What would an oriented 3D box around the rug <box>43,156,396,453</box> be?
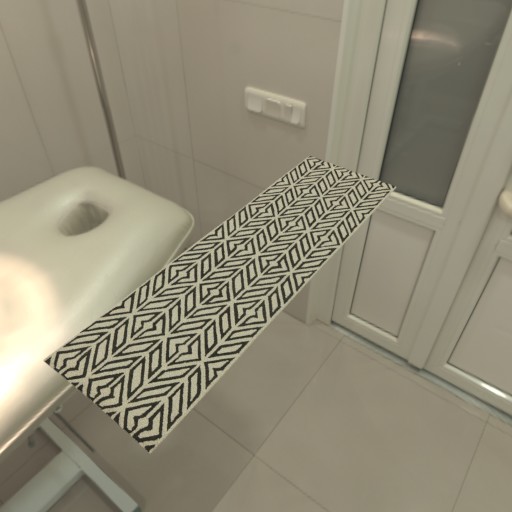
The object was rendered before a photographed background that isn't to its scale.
[{"bbox_3d":[0.000,0.000,2.696,0.750,0.009,2.435,27,49,26],"label":"rug"}]
